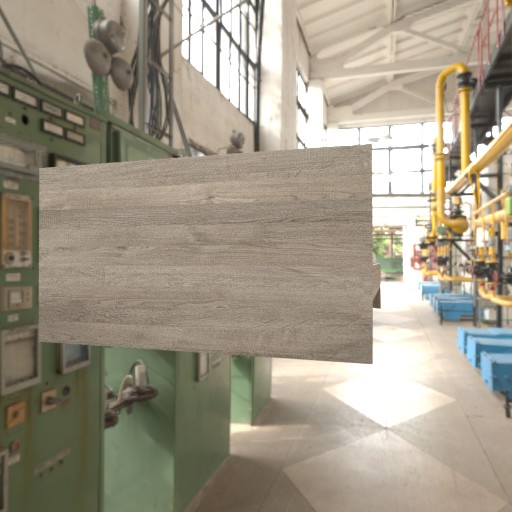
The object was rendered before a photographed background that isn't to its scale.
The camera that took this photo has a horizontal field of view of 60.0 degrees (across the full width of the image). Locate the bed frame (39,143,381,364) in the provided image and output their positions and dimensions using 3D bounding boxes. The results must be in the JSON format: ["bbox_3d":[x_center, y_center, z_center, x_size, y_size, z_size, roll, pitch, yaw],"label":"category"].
[{"bbox_3d":[0.000,0.000,2.756,1.490,0.800,1.950,0,0,17],"label":"bed frame"}]
